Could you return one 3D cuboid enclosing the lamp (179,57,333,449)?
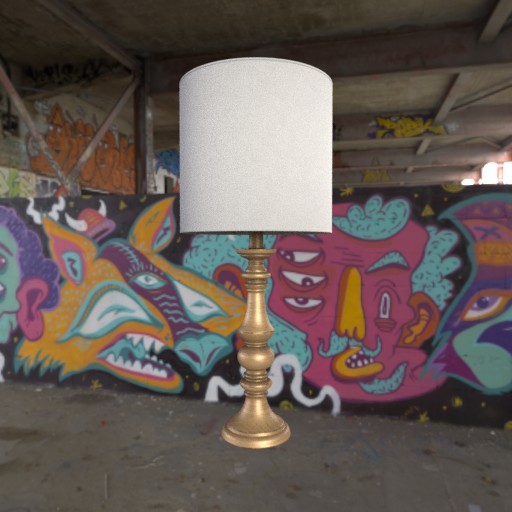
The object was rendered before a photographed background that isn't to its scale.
[{"bbox_3d":[0.000,0.000,0.741,0.250,0.597,0.250,1,2,34],"label":"lamp"}]
